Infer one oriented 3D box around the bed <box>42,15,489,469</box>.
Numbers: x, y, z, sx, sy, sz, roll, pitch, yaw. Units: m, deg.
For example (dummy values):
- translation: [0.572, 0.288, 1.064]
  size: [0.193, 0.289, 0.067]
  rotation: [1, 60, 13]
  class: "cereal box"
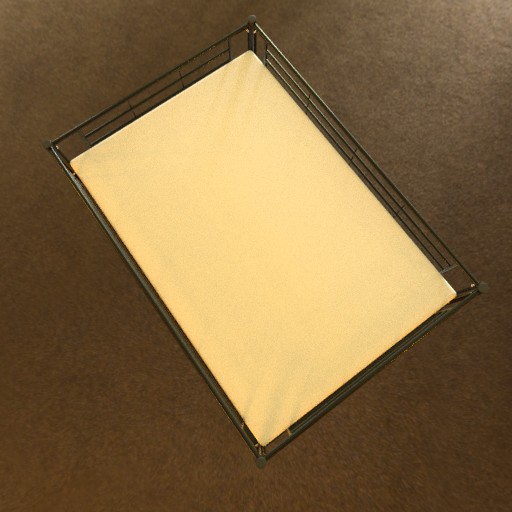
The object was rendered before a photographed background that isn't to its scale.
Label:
- translation: [0.000, 0.000, 3.133]
  size: [1.397, 1.803, 1.994]
  rotation: [-35, 78, -8]
  class: "bed"
